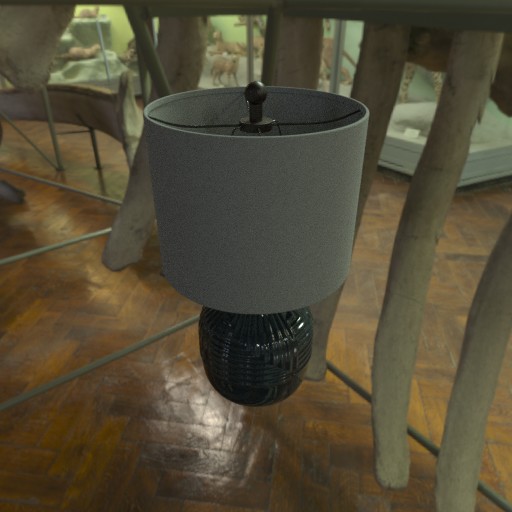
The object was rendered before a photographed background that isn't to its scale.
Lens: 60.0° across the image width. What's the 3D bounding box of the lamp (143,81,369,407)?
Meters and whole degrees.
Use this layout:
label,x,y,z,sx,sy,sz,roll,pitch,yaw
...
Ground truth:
label,x,y,z,sx,sy,sz,roll,pitch,yaw
lamp,0.000,0.000,0.763,0.318,0.567,0.318,0,31,0
